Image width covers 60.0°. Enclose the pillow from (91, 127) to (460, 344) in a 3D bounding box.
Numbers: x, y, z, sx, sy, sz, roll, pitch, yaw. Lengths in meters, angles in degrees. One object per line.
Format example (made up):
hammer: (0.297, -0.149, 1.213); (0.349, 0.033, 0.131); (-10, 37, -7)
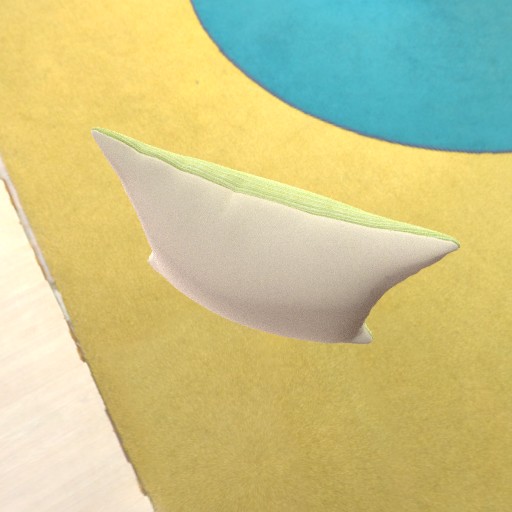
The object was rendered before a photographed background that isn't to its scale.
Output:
pillow: (0.000, 0.000, 0.821); (0.560, 0.487, 0.229); (19, 66, 9)
